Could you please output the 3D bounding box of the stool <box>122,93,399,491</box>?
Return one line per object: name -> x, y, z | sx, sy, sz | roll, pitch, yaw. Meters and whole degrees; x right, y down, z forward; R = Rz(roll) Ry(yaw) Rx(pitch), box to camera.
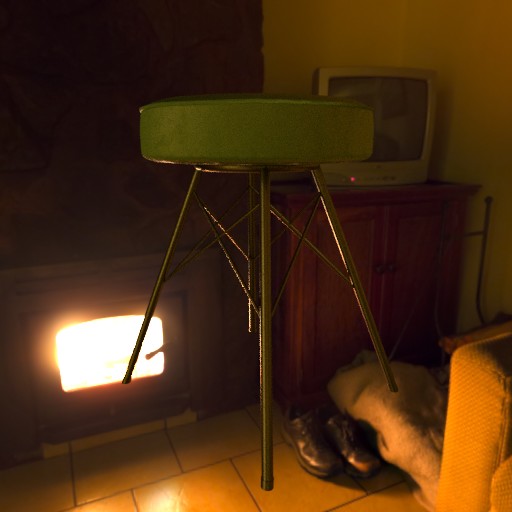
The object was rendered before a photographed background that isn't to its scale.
stool -> 0.000, 0.000, 0.899 | 0.430, 0.595, 0.457 | -14, 20, -43
